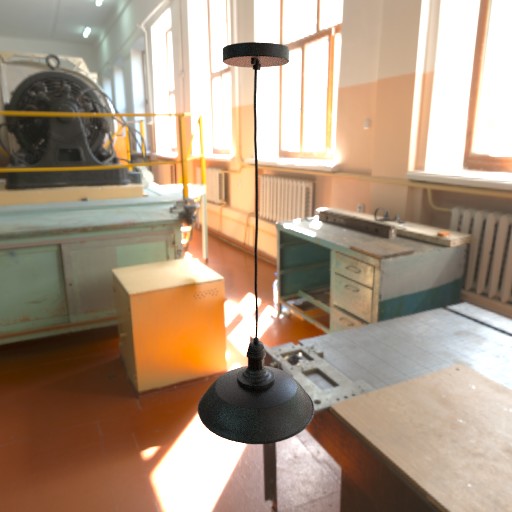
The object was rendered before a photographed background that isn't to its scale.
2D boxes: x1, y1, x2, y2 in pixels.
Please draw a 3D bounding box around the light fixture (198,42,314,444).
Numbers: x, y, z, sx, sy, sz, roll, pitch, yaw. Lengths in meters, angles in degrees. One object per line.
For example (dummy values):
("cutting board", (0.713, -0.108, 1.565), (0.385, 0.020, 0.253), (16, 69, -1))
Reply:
("light fixture", (0.000, 0.000, 1.156), (0.331, 0.993, 0.331), (2, 15, 9))
